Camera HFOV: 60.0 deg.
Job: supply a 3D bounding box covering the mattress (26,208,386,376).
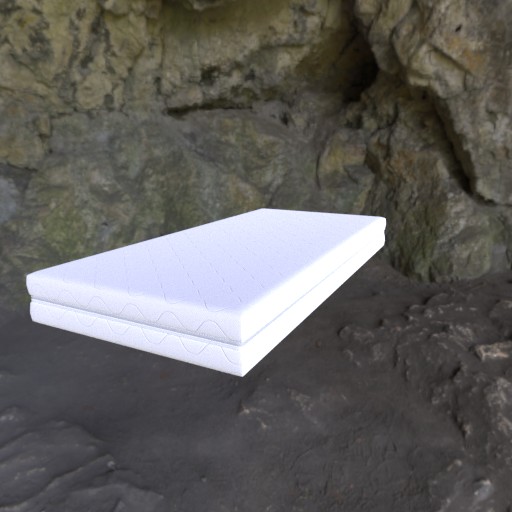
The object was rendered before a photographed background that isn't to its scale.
[{"bbox_3d":[0.000,0.000,2.235,0.900,0.200,1.900,7,16,26],"label":"mattress"}]
